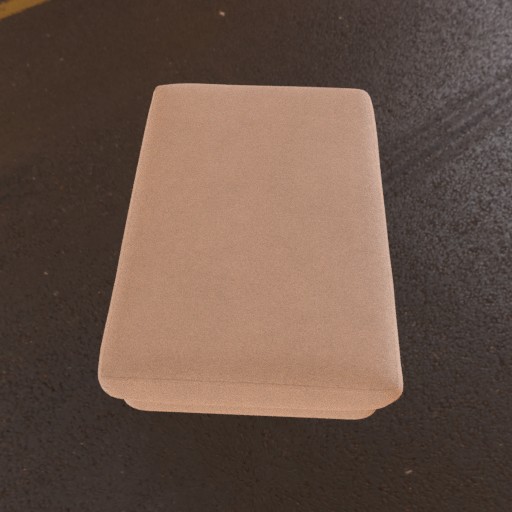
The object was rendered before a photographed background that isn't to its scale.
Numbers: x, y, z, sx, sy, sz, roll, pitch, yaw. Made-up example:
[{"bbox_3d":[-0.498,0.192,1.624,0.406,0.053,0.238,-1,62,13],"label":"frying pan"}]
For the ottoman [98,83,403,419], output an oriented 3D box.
[{"bbox_3d":[0.000,0.000,1.127,0.569,0.499,0.773,2,63,1],"label":"ottoman"}]
